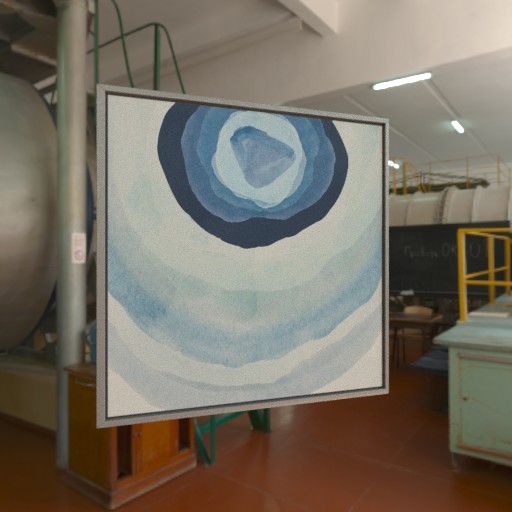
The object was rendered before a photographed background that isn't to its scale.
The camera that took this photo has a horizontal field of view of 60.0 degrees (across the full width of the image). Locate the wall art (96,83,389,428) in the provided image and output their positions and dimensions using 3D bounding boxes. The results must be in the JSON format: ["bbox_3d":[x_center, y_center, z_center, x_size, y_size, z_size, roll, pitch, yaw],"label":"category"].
[{"bbox_3d":[0.000,0.000,0.515,0.349,0.349,0.028,0,0,-19],"label":"wall art"}]
